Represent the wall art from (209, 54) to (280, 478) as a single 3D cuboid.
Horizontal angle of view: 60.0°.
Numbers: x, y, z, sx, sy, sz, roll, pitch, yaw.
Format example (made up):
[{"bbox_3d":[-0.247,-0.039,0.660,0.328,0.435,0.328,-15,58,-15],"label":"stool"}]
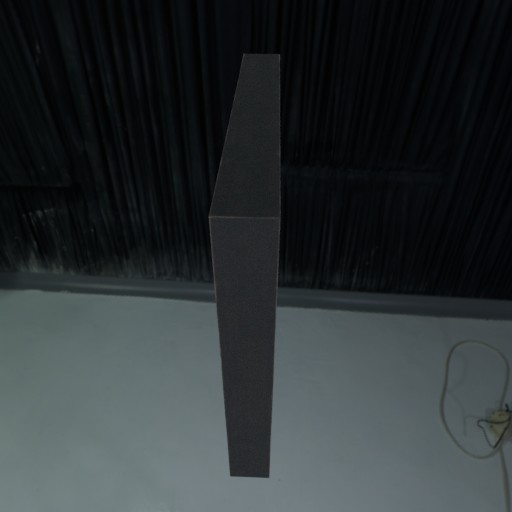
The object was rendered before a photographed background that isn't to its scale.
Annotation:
[{"bbox_3d":[0.000,0.000,0.450,0.038,0.305,0.305,1,40,2],"label":"wall art"}]
